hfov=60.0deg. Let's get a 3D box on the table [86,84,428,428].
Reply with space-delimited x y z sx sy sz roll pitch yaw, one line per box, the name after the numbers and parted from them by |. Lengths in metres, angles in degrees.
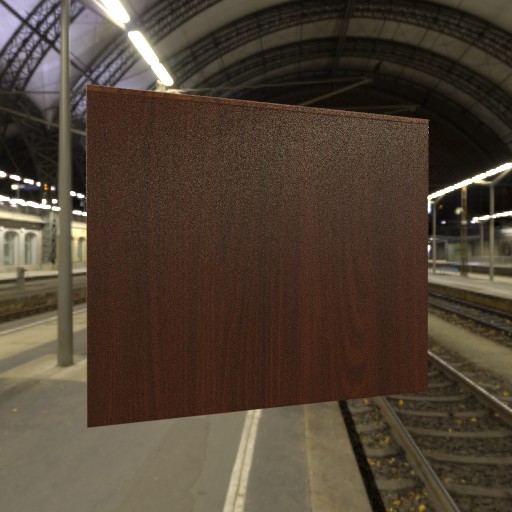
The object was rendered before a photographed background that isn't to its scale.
0.000 0.000 1.332 0.930 0.790 0.380 0 0 -17 | table
